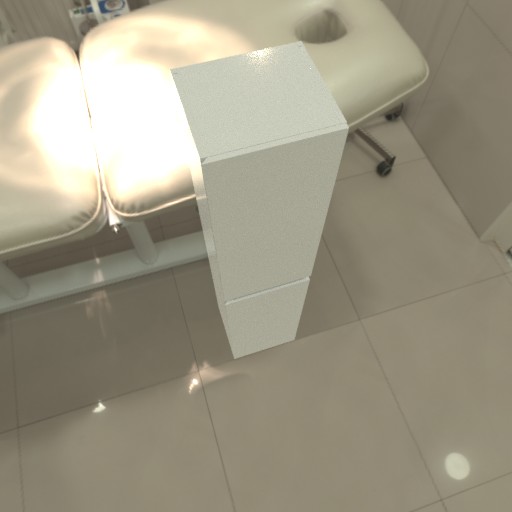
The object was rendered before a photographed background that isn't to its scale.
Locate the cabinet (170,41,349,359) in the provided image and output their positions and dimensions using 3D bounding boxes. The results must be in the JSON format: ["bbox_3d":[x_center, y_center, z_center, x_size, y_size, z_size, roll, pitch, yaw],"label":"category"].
[{"bbox_3d":[0.000,0.000,1.528,0.300,1.400,0.270,-16,63,-8],"label":"cabinet"}]
